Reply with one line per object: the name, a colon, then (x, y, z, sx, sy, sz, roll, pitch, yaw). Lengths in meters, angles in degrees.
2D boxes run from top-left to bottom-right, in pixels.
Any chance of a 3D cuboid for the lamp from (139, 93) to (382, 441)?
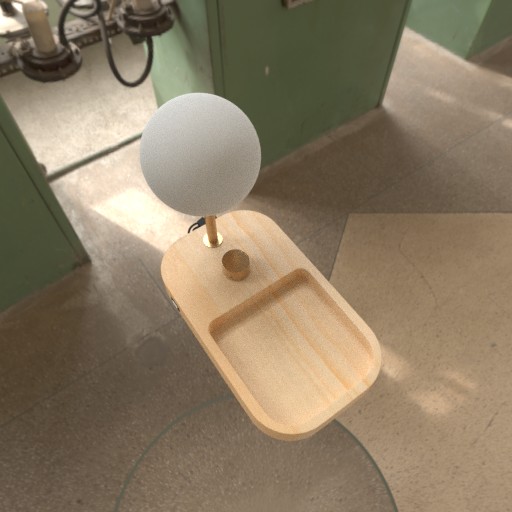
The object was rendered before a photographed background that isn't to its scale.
lamp: (0.000, 0.000, 0.474, 0.173, 0.253, 0.331, -30, 62, -18)
